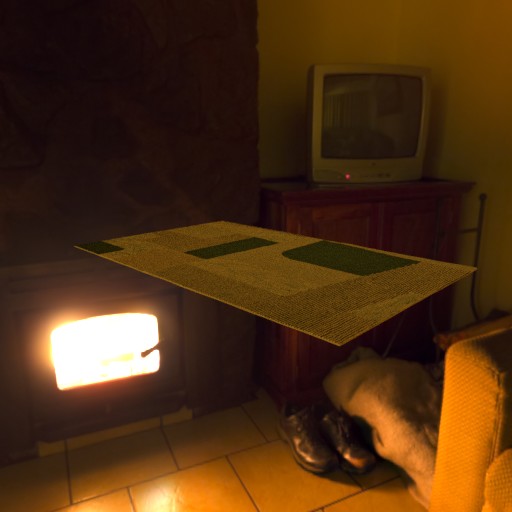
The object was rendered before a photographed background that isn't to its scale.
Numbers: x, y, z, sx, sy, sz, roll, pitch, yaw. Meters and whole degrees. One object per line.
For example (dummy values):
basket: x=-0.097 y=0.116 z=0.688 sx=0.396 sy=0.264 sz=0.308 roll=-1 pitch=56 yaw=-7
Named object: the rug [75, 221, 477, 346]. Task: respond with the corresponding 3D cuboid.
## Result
rug: x=0.000 y=0.000 z=3.107 sx=2.436 sy=0.015 sz=1.521 roll=14 pitch=20 yaw=43
